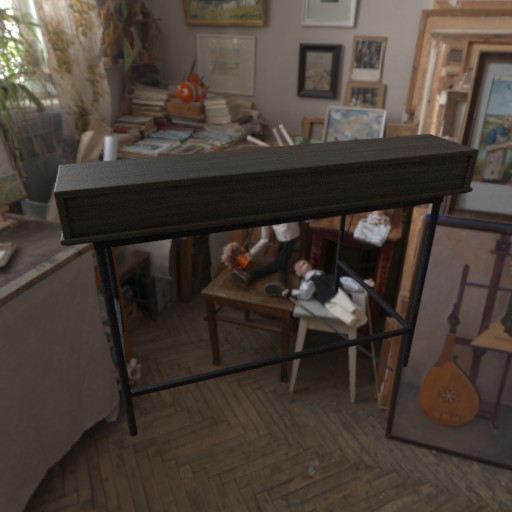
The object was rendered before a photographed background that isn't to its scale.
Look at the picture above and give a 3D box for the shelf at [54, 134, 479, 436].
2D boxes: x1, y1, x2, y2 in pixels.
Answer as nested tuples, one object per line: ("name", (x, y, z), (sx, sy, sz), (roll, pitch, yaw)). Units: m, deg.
("shelf", (0.000, 0.000, 1.659), (1.212, 0.865, 0.685), (-9, 29, -16))
